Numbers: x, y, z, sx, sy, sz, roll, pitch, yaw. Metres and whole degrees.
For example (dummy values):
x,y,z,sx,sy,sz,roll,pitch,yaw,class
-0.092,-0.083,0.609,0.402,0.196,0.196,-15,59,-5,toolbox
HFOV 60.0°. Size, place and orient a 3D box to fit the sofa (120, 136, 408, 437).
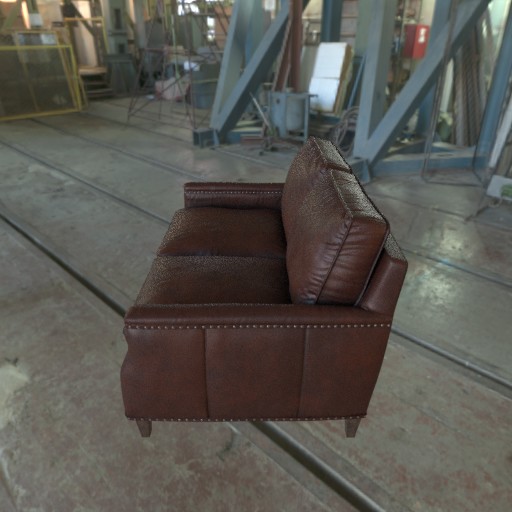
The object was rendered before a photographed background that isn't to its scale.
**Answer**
x,y,z,sx,sy,sz,roll,pitch,yaw,class
0.000,0.000,2.348,1.083,1.003,1.628,0,27,0,sofa
